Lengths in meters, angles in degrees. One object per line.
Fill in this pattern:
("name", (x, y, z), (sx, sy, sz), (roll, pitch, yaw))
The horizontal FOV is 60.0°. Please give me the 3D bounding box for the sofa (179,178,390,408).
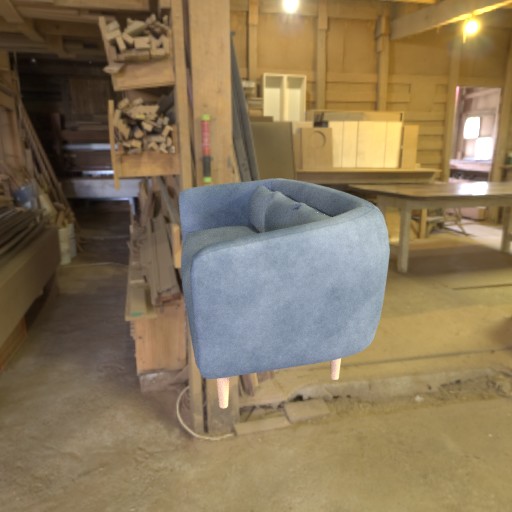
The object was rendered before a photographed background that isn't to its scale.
("sofa", (0.000, 0.000, 2.546), (0.849, 0.795, 2.095), (-3, 14, -10))
